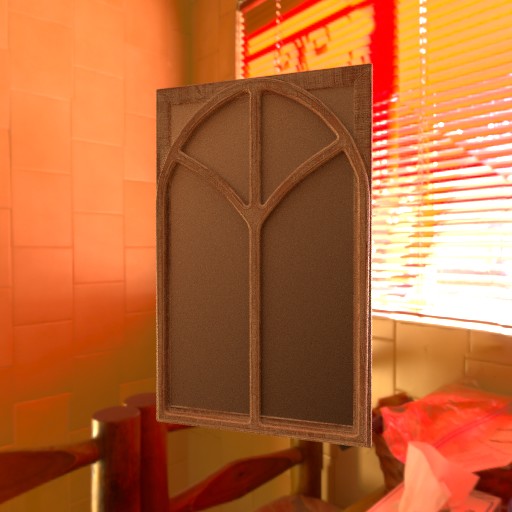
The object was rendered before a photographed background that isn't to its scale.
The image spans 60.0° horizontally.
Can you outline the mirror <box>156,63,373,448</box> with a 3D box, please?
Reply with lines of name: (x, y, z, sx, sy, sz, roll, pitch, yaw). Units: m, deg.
mirror: (0.000, 0.000, 0.978, 0.495, 0.787, 0.058, 0, 1, 17)
